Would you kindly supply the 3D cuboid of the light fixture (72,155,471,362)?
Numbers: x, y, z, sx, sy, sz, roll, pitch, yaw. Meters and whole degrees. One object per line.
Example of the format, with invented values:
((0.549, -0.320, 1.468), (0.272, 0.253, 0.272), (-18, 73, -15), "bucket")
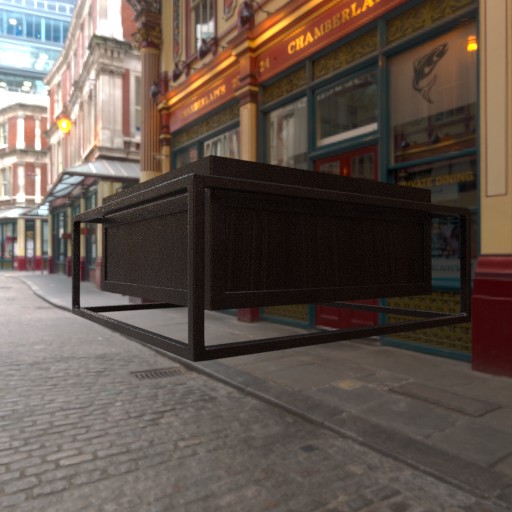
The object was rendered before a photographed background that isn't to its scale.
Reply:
((0.000, 0.000, 0.687), (0.441, 0.191, 0.441), (1, -1, -35), "light fixture")
